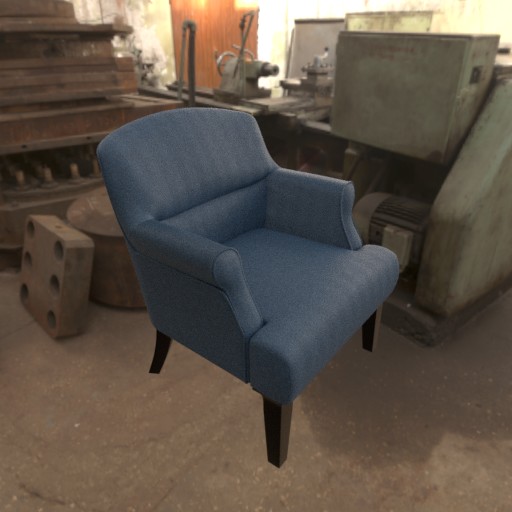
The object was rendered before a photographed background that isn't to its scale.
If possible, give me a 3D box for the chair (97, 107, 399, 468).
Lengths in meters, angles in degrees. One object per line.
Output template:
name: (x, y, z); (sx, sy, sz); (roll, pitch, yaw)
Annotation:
chair: (0.000, 0.000, 1.484); (0.754, 0.878, 0.770); (19, 32, 32)
